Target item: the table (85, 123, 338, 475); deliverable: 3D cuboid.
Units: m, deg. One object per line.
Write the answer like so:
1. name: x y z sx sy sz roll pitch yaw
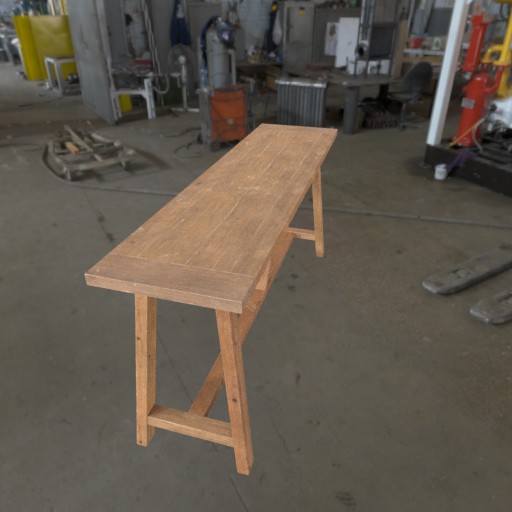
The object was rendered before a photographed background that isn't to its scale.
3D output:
1. table: 0.000 0.000 2.135 0.465 0.810 1.800 9 31 14
